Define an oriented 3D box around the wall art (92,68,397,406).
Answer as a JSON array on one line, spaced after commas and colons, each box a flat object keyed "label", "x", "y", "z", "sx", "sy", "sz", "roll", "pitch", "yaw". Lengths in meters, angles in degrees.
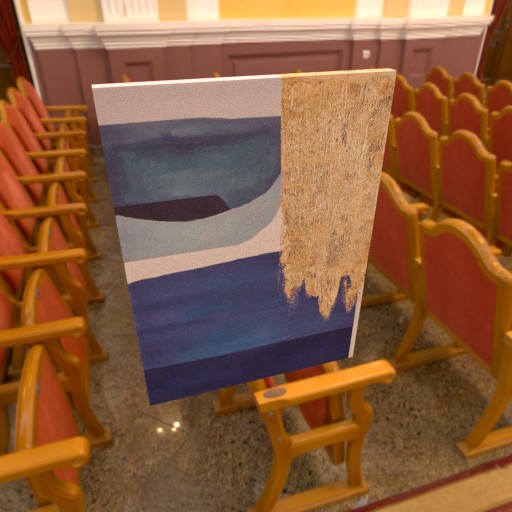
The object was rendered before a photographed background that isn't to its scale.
[{"label": "wall art", "x": 0.000, "y": 0.000, "z": 0.808, "sx": 0.458, "sy": 0.613, "sz": 0.026, "roll": -10, "pitch": 33, "yaw": -15}]
